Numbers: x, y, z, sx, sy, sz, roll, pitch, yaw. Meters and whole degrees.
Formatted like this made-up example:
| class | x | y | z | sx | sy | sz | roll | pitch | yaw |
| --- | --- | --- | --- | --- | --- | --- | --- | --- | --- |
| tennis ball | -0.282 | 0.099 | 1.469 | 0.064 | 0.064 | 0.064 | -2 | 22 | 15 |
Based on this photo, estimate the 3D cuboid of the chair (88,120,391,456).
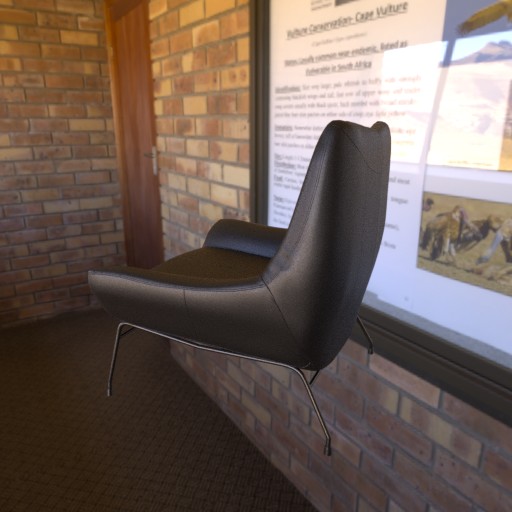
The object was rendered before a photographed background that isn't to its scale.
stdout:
| class | x | y | z | sx | sy | sz | roll | pitch | yaw |
| --- | --- | --- | --- | --- | --- | --- | --- | --- | --- |
| chair | 0.000 | 0.000 | 1.577 | 0.826 | 0.922 | 0.836 | 8 | 18 | 24 |
